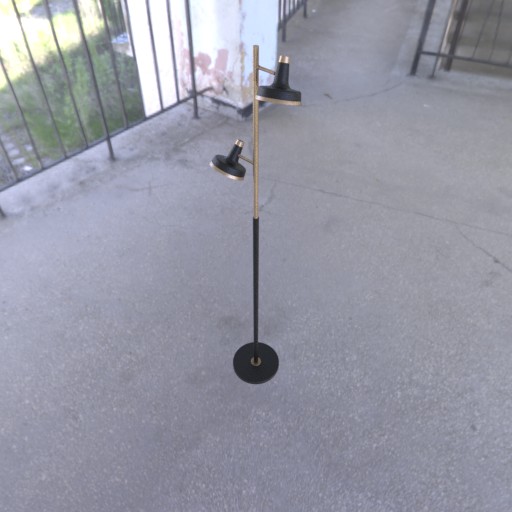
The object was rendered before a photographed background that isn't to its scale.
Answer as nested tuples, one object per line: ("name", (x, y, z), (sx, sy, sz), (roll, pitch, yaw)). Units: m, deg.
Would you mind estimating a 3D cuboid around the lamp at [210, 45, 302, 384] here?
("lamp", (0.000, 0.000, 1.840), (0.351, 1.674, 0.253), (33, 54, 28))
